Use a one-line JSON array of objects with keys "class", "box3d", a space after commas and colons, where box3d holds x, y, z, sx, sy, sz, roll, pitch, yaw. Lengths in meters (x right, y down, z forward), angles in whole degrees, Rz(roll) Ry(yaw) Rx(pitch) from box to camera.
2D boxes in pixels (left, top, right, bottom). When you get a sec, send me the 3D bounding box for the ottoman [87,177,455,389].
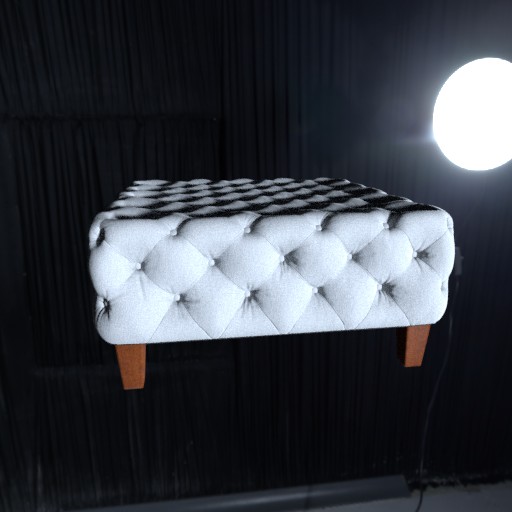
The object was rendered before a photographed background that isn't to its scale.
[{"class": "ottoman", "box3d": [0.000, 0.000, 1.226, 0.764, 0.365, 0.758, -2, 16, -8]}]
